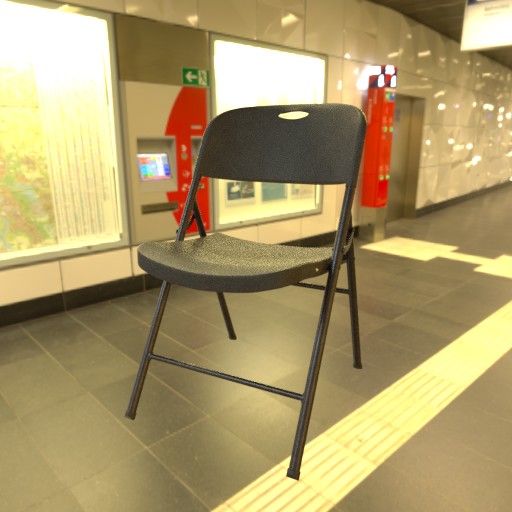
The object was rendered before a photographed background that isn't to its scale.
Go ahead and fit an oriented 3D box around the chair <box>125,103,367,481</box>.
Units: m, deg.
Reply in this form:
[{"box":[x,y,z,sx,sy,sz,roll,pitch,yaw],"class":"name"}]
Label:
[{"box":[0.000,0.000,1.193,0.494,0.810,0.566,7,17,26],"class":"chair"}]
